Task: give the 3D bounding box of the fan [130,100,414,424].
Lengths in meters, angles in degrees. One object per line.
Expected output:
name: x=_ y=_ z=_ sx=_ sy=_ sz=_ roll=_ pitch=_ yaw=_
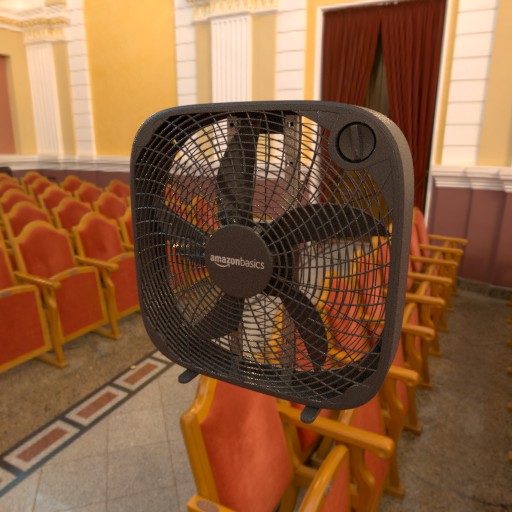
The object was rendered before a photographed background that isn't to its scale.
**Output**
fan: x=0.000 y=0.000 z=0.815 sx=0.526 sy=0.533 sz=0.142 roll=8 pitch=17 yaw=27
